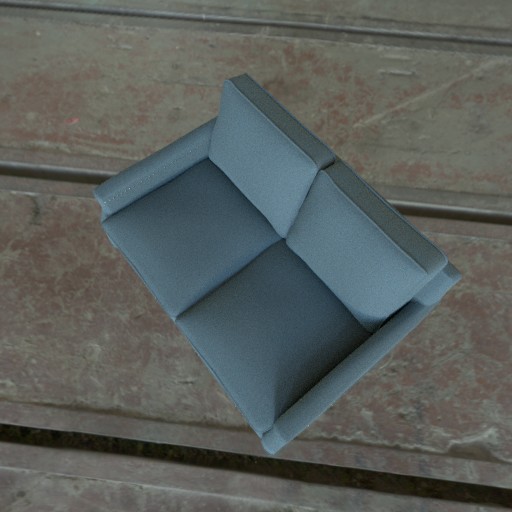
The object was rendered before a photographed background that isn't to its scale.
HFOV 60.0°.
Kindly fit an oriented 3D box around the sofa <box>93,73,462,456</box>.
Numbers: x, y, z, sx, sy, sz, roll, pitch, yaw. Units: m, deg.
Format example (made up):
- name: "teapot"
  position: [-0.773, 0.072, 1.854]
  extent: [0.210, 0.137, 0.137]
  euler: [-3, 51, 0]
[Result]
- name: "sofa"
  position: [0.000, 0.000, 2.306]
  extent: [1.084, 1.003, 1.597]
  euler: [-36, 70, -15]
